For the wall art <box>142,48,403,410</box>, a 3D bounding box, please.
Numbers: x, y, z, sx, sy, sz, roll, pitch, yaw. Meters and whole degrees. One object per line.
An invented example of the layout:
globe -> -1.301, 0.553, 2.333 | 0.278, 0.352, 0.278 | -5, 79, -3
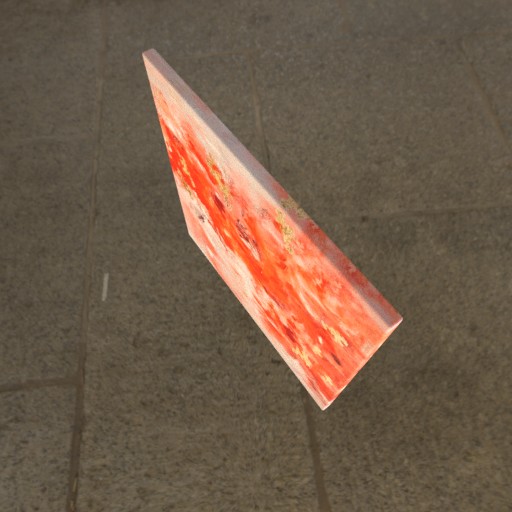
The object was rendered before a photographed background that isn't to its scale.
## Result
wall art -> 0.000, 0.000, 1.324 | 0.066, 0.878, 0.878 | -33, 67, -16
